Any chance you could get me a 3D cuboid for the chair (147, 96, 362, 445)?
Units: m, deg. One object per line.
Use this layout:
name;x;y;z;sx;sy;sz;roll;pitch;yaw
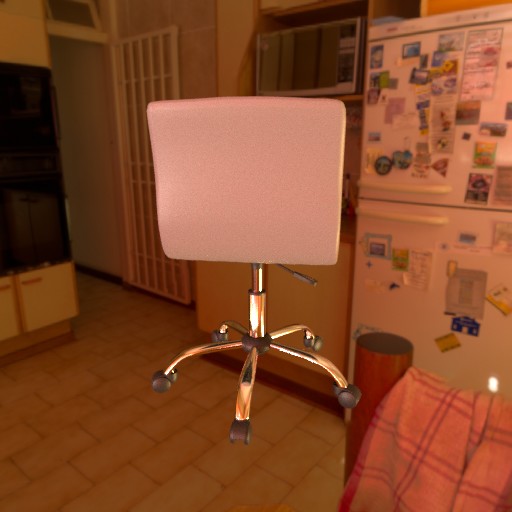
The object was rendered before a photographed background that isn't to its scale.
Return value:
chair;0.000;0.000;1.149;0.569;0.750;0.542;2;15;8
